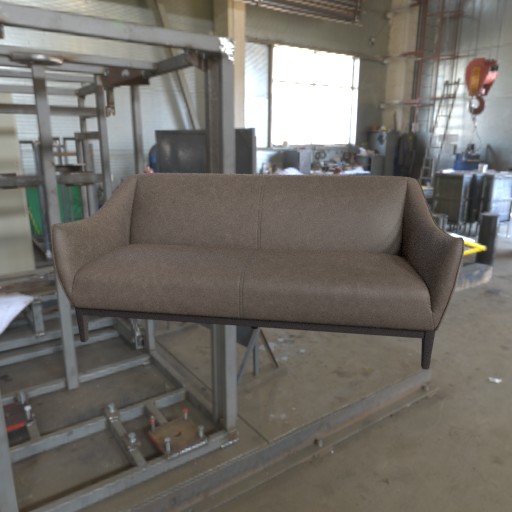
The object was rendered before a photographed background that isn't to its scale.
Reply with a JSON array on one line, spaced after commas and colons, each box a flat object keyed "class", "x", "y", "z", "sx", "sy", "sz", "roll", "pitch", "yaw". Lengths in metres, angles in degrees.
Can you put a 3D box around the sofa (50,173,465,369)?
[{"class": "sofa", "x": 0.000, "y": 0.000, "z": 2.440, "sx": 1.928, "sy": 0.831, "sz": 0.869, "roll": 2, "pitch": 15, "yaw": 9}]
